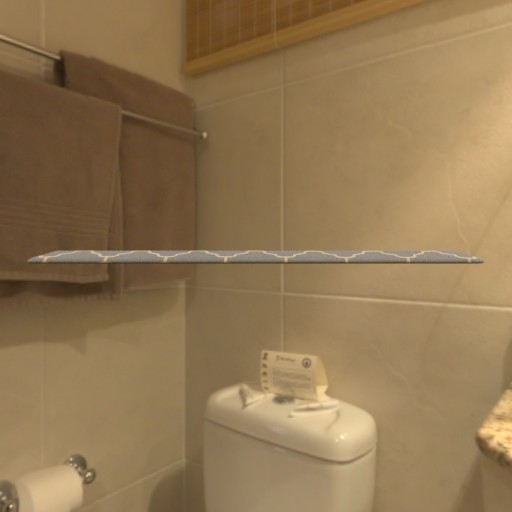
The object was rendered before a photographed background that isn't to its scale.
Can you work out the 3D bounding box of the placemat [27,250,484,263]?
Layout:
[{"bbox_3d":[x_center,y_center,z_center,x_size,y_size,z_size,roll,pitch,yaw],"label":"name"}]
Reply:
[{"bbox_3d":[0.000,0.000,0.962,0.762,0.021,0.508,0,0,0],"label":"placemat"}]
